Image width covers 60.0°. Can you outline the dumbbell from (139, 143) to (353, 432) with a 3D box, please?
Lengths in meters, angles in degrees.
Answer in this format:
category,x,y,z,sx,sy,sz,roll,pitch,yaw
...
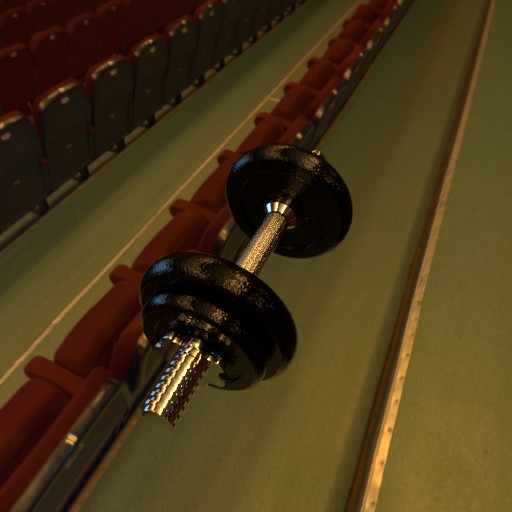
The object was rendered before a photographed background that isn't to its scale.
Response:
category,x,y,z,sx,sy,sz,roll,pitch,yaw
dumbbell,0.000,0.000,0.598,0.202,0.202,0.497,17,48,16
